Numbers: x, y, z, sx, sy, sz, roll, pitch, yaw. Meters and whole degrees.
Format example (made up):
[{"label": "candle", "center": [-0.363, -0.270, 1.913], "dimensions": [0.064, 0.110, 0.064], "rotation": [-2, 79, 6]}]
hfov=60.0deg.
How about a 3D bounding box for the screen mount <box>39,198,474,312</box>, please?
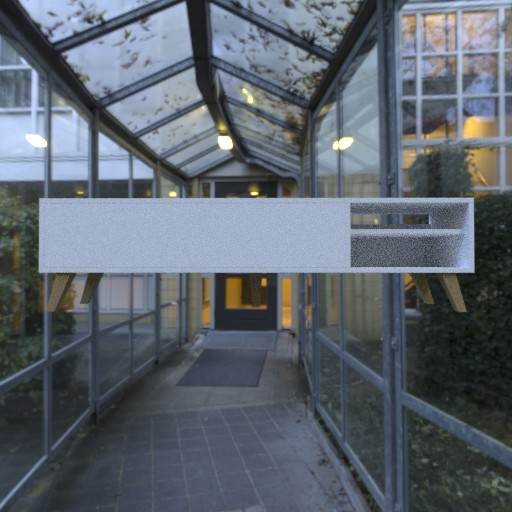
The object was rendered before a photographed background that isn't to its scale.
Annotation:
[{"label": "screen mount", "center": [0.000, 0.000, 1.873], "dimensions": [1.644, 0.432, 0.399], "rotation": [0, -1, 1]}]
